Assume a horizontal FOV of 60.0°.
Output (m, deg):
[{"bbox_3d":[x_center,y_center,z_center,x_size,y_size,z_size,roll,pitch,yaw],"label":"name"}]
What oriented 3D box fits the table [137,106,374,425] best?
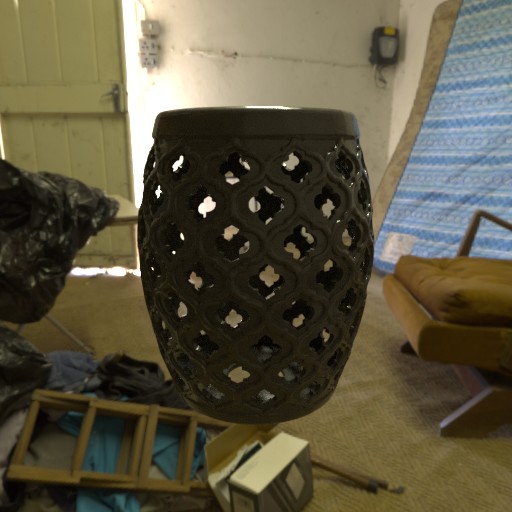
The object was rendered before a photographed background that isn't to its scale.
[{"bbox_3d":[0.000,0.000,0.633,0.325,0.388,0.325,0,14,0],"label":"table"}]
